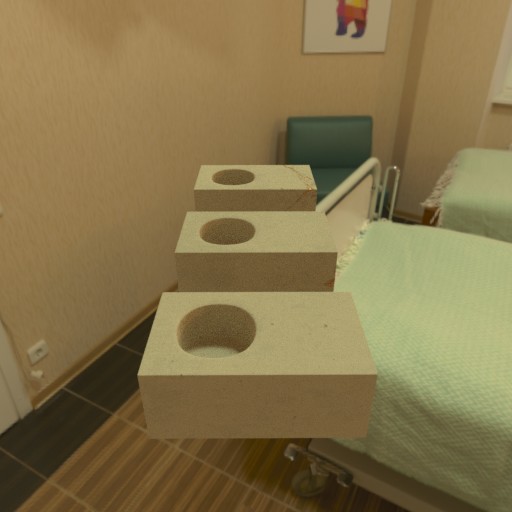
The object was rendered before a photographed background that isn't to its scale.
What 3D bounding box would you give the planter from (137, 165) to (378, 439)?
[{"bbox_3d":[0.000,0.000,0.389,0.127,0.051,0.333,0,31,0],"label":"planter"}]
